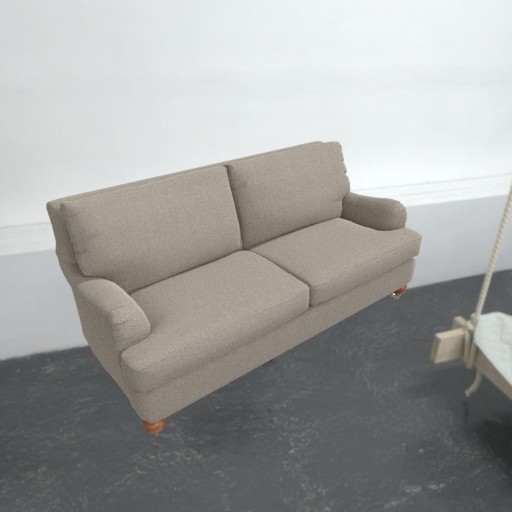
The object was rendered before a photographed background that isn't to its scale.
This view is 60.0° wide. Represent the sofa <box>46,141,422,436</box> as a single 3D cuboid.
[{"bbox_3d":[0.000,0.000,2.819,2.160,1.054,1.087,-21,35,-33],"label":"sofa"}]
